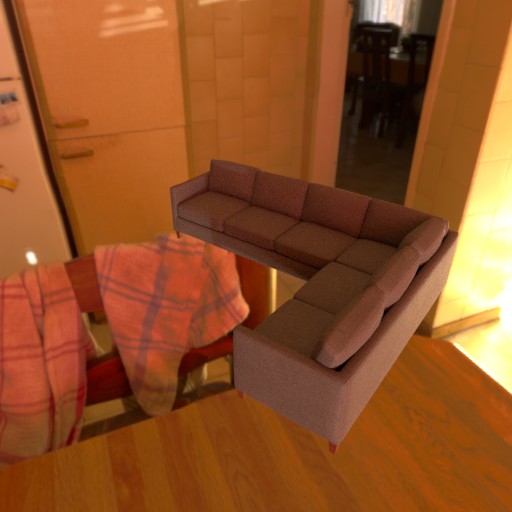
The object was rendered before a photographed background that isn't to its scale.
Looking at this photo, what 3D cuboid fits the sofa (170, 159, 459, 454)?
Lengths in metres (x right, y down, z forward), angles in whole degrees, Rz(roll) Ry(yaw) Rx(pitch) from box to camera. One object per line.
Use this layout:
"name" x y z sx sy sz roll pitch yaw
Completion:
"sofa" 0.000 0.000 4.578 3.302 0.947 2.593 21 37 31
